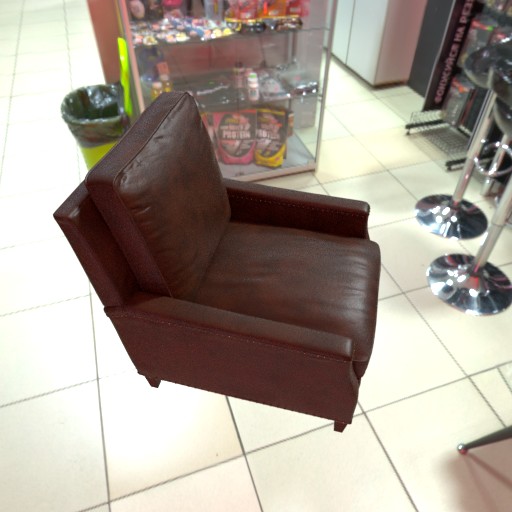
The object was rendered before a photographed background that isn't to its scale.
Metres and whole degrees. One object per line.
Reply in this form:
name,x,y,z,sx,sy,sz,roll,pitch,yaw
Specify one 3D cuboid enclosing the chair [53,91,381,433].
chair,0.000,0.000,1.810,1.035,1.054,0.854,10,45,10
